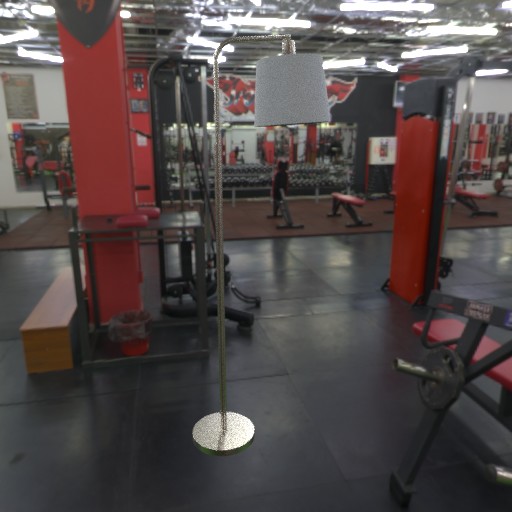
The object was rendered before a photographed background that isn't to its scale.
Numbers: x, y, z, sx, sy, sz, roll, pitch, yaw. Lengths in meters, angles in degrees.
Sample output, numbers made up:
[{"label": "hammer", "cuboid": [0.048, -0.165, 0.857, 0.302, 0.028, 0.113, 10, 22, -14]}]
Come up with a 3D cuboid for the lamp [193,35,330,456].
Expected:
[{"label": "lamp", "cuboid": [0.000, 0.000, 1.611, 0.508, 1.478, 0.254, -2, 15, -9]}]
